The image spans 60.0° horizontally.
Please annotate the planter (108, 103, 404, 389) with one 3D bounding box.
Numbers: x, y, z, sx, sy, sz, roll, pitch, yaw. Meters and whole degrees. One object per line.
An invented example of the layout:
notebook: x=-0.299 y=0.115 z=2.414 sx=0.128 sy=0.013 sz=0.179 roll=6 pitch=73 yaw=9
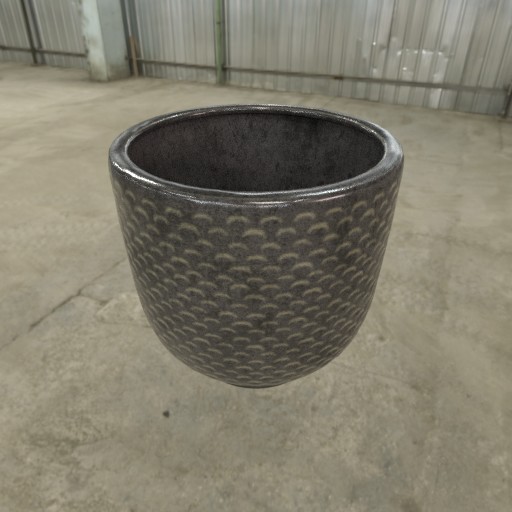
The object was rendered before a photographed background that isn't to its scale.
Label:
planter: x=0.000 y=0.000 z=0.352 sx=0.197 sy=0.191 sz=0.197 roll=0 pitch=33 yaw=0
